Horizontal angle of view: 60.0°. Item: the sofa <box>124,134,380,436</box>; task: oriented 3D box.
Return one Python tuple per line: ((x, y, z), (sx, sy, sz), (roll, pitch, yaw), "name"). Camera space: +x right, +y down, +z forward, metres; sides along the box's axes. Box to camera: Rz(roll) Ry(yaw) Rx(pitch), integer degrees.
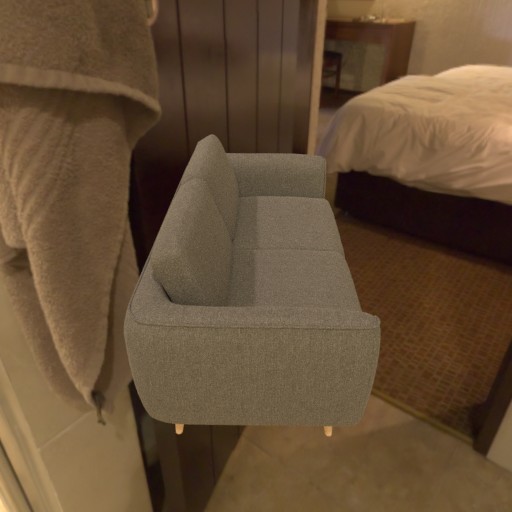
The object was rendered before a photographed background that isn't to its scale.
((0.000, 0.000, 2.218), (0.920, 0.870, 1.700), (1, 32, 1), "sofa")
